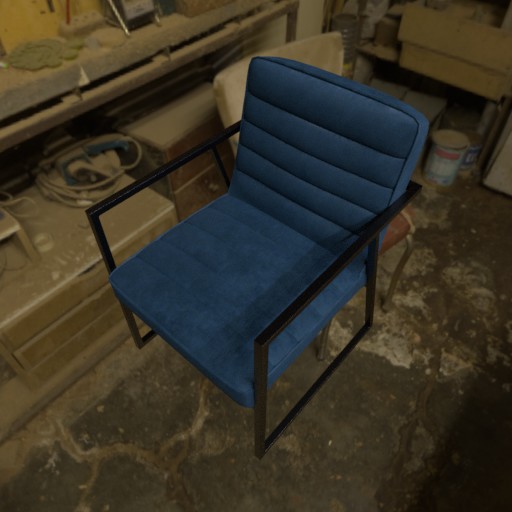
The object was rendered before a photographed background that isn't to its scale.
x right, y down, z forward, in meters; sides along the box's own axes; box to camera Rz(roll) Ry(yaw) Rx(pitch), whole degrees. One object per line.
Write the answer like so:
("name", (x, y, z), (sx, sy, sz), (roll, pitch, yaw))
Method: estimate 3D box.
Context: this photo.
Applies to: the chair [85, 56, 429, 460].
("chair", (0.000, 0.000, 1.251), (0.571, 0.833, 0.677), (33, 56, 27))
